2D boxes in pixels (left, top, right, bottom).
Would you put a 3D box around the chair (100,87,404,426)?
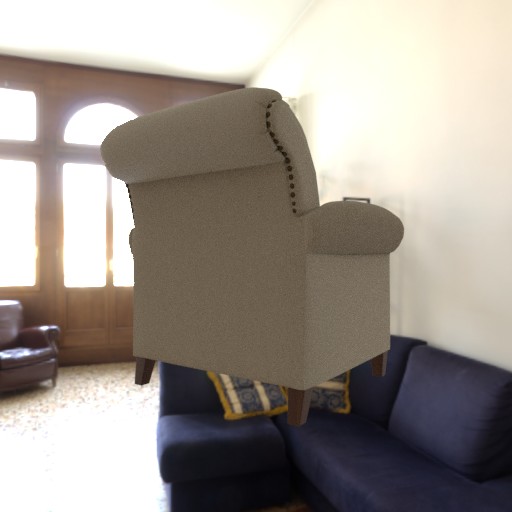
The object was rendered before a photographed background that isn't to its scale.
[{"bbox_3d":[0.000,0.000,1.624,0.854,0.927,0.890,0,0,36],"label":"chair"}]
